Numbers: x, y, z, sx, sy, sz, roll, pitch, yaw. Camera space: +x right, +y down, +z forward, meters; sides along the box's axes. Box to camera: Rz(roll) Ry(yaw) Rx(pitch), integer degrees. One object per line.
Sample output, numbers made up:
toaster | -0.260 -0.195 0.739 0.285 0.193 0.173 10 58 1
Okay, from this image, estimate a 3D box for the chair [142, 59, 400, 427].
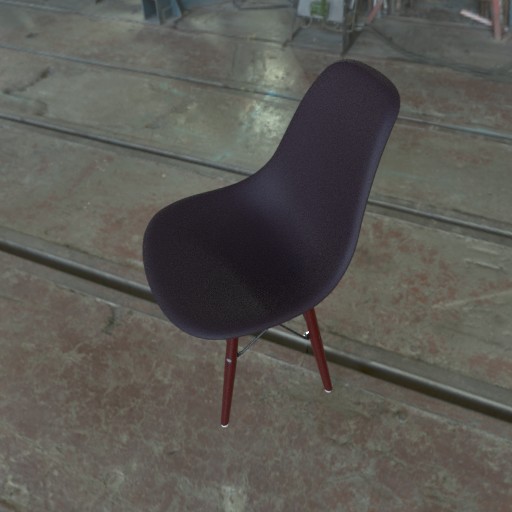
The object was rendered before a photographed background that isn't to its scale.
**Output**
chair | 0.000 0.000 1.096 0.533 0.826 0.470 -17 48 -16
